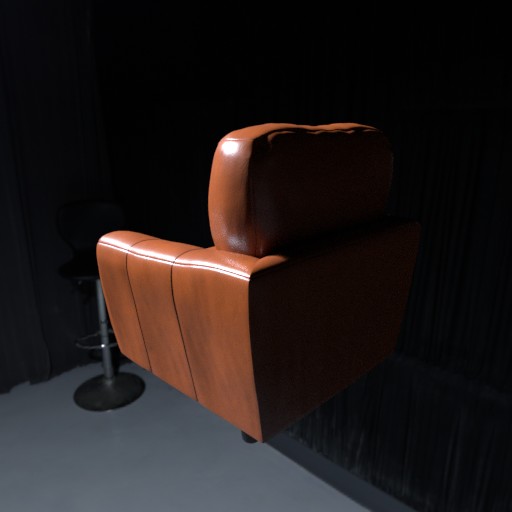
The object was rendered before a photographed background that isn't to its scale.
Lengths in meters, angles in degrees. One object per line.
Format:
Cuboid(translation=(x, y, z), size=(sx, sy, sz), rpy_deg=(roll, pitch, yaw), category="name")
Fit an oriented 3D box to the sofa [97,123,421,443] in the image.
Cuboid(translation=(0.000, 0.000, 1.526), size=(0.836, 0.876, 0.789), rpy_deg=(-16, 23, -42), category="sofa")
